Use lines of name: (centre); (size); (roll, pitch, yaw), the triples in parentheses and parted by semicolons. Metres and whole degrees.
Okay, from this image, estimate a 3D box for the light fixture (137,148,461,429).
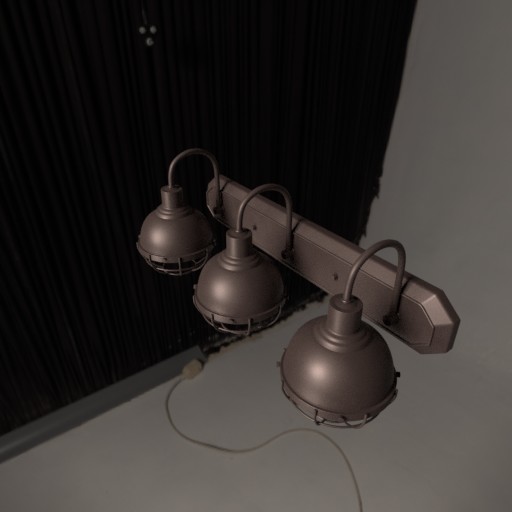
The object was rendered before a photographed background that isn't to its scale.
light fixture: (0.000, 0.000, 0.770); (0.229, 0.254, 0.634); (-21, 37, -31)
